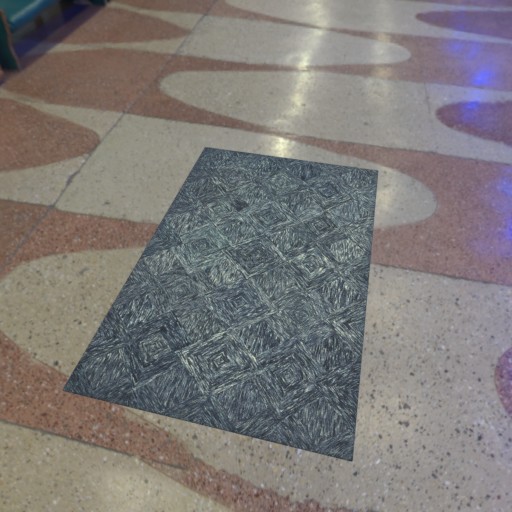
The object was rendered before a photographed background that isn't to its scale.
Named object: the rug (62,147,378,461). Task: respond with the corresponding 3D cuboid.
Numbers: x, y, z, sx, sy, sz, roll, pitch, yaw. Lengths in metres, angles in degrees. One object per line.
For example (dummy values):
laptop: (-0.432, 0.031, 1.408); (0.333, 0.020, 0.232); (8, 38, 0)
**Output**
rug: (0.000, 0.000, 2.934); (1.478, 0.017, 2.330); (10, 47, 9)
